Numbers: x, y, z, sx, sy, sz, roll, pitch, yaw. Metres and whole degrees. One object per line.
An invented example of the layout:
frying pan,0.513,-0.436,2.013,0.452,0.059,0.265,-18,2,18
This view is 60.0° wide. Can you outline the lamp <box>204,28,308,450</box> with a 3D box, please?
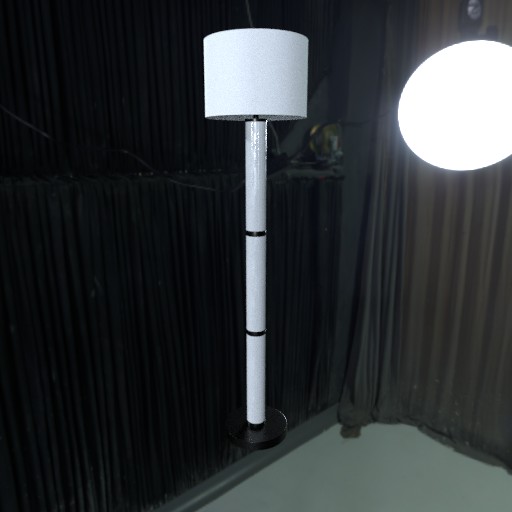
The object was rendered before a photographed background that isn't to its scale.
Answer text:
lamp,0.000,0.000,1.786,0.377,1.599,0.377,-13,19,-42
